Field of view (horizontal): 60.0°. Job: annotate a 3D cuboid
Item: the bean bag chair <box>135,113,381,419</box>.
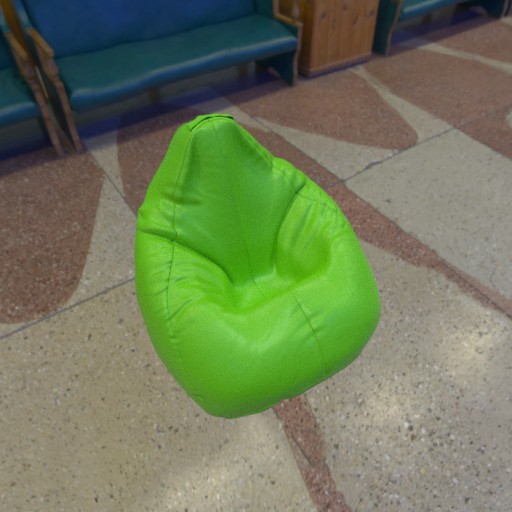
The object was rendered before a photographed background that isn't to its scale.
[{"bbox_3d":[0.000,0.000,1.945,1.070,0.990,1.070,-24,51,-22],"label":"bean bag chair"}]
